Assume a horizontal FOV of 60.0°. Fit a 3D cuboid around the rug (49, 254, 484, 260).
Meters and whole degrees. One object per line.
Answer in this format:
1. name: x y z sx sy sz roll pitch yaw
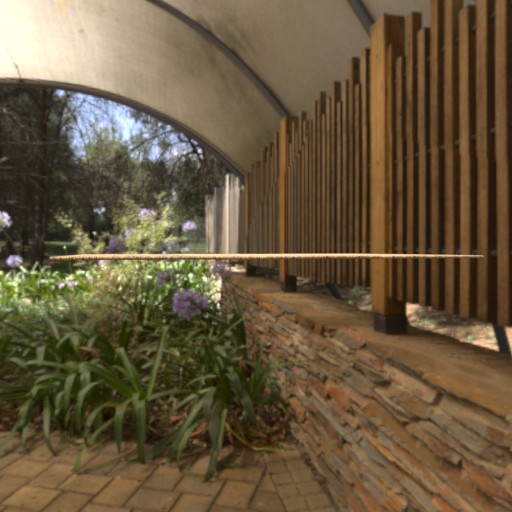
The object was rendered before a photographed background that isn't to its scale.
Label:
1. rug: 0.000 0.000 2.381 1.846 0.014 1.243 0 1 -16
